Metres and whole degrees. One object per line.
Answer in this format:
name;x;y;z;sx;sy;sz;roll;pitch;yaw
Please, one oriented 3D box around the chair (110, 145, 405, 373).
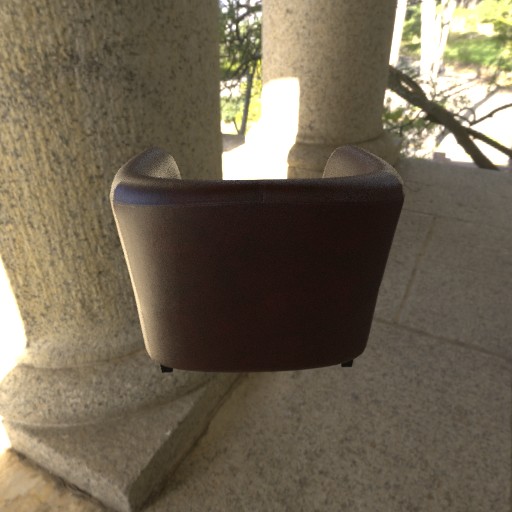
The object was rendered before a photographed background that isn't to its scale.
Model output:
chair;0.000;0.000;1.426;0.792;0.756;0.727;-1;30;-2
